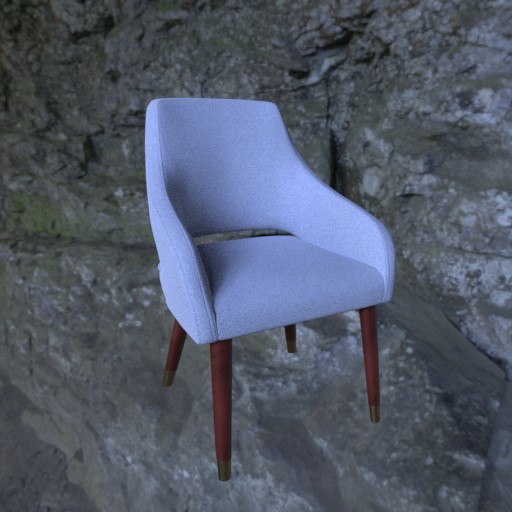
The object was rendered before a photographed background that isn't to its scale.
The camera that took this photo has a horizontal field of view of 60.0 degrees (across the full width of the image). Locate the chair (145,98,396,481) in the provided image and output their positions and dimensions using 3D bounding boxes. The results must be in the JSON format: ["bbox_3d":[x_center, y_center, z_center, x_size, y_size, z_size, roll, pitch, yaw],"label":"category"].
[{"bbox_3d":[0.000,0.000,1.281,0.609,0.889,0.600,-8,18,-26],"label":"chair"}]
